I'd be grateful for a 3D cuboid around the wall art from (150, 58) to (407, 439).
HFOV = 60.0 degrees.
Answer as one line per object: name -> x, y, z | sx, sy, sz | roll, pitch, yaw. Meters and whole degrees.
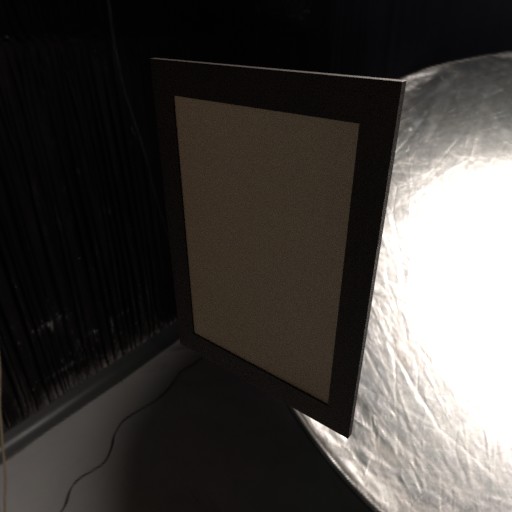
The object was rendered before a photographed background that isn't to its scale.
wall art -> 0.000, 0.000, 0.645 | 0.359, 0.508, 0.013 | 20, 35, 32
